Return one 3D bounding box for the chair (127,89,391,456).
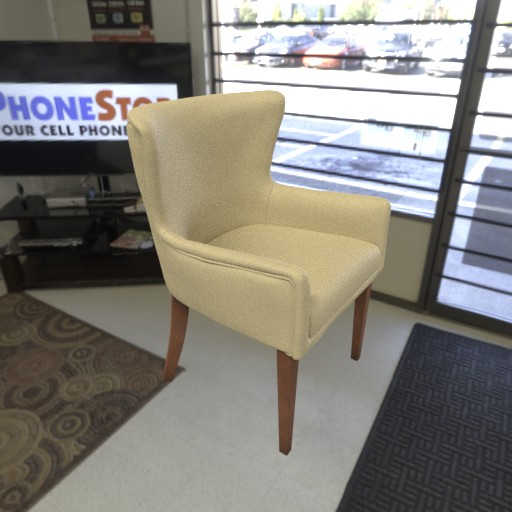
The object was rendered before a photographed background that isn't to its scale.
[{"bbox_3d":[0.000,0.000,1.460,0.686,0.952,0.660,18,32,31],"label":"chair"}]
